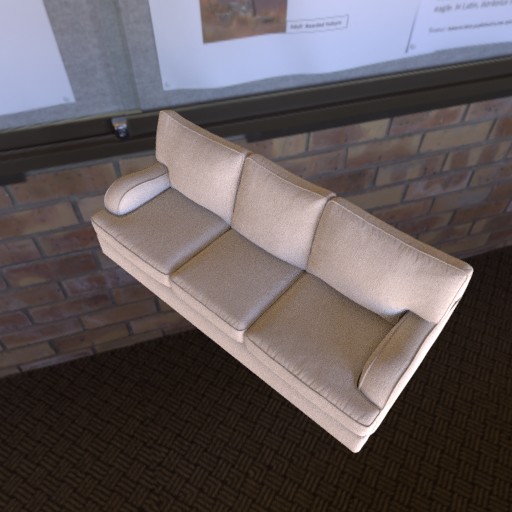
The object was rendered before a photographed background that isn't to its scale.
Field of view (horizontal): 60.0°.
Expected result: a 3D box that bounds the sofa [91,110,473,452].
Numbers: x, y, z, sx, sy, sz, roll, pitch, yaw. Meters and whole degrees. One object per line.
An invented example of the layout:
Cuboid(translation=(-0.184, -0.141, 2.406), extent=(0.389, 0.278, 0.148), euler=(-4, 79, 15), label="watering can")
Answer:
Cuboid(translation=(0.000, 0.000, 2.879), extent=(2.323, 0.991, 1.016), euler=(33, 56, 26), label="sofa")
